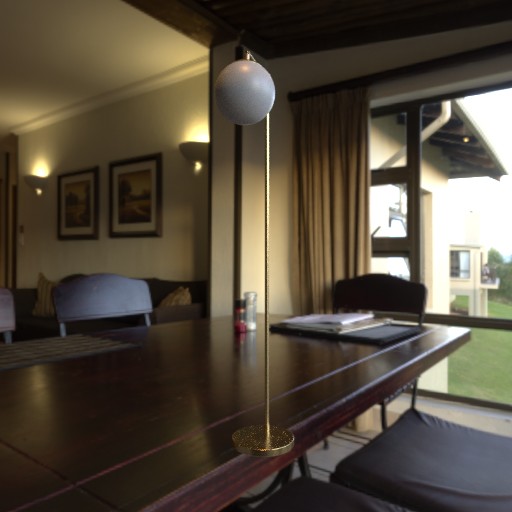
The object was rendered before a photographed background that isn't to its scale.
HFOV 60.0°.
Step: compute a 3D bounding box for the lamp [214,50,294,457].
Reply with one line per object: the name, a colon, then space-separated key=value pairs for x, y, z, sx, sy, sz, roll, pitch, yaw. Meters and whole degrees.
lamp: x=0.000 y=0.000 z=1.700 sx=0.249 sy=1.505 sz=0.476 roll=0 pitch=0 yaw=18
